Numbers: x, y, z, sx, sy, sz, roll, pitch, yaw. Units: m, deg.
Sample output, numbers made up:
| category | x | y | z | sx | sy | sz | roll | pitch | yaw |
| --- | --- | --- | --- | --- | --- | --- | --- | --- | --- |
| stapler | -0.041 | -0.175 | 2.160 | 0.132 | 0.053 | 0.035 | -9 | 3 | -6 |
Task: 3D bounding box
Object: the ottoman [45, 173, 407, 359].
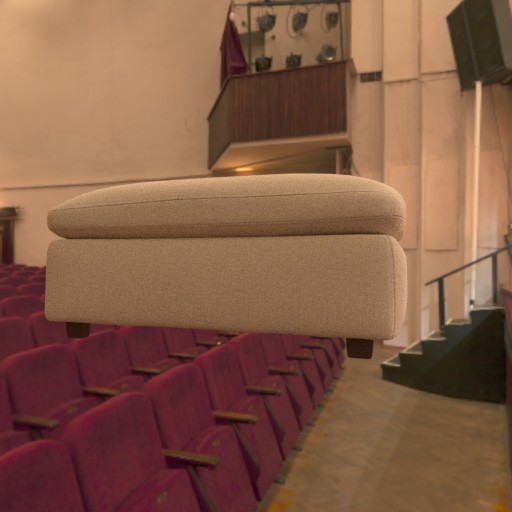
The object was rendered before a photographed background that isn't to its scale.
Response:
| category | x | y | z | sx | sy | sz | roll | pitch | yaw |
| --- | --- | --- | --- | --- | --- | --- | --- | --- | --- |
| ottoman | 0.000 | 0.000 | 1.541 | 0.996 | 0.467 | 0.977 | 0 | 0 | 19 |
